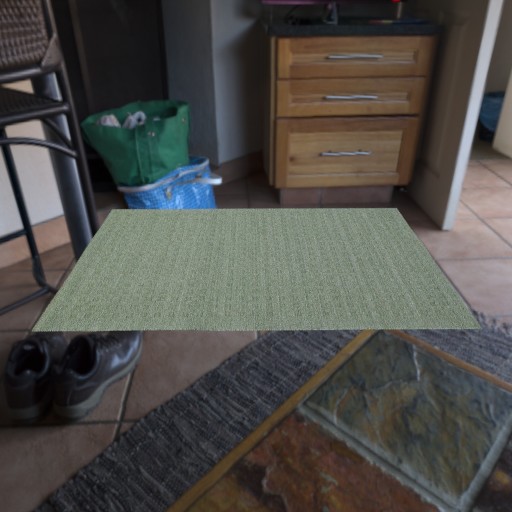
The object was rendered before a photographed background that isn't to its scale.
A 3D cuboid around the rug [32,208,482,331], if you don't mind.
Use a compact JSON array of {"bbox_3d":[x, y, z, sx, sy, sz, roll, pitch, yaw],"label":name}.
[{"bbox_3d":[0.000,0.000,2.214,1.747,0.006,1.143,0,30,-1],"label":"rug"}]
